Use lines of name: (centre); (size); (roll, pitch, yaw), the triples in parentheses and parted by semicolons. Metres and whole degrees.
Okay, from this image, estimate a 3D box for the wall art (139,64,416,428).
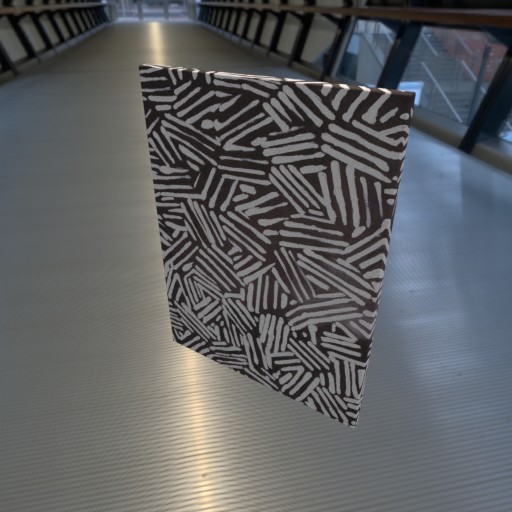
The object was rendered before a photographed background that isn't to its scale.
wall art: (0.000, 0.000, 1.339); (0.765, 1.017, 0.038); (18, 35, 28)
